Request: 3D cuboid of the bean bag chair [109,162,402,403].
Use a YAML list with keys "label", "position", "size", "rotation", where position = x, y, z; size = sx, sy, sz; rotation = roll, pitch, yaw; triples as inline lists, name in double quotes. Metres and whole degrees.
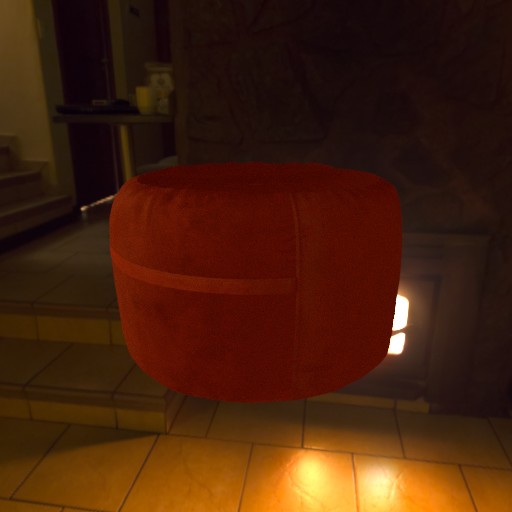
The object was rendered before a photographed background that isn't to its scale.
- label: "bean bag chair"
  position: [0.000, 0.000, 1.963]
  size: [1.219, 0.762, 1.219]
  rotation: [0, 17, 0]
